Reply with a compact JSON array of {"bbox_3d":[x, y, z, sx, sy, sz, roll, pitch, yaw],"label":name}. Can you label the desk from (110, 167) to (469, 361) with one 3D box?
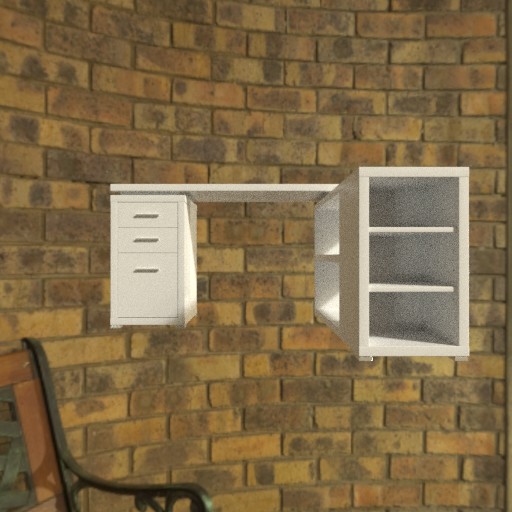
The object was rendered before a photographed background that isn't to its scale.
[{"bbox_3d":[0.000,0.000,2.183,1.524,0.753,1.200,0,0,0],"label":"desk"}]
